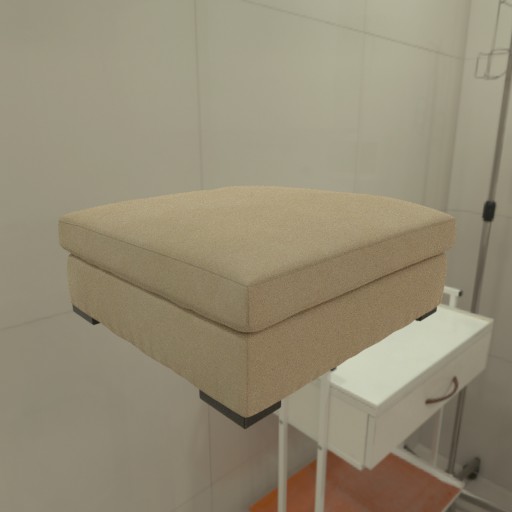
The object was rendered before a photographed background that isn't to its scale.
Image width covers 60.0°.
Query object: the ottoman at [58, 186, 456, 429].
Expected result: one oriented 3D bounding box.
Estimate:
[{"bbox_3d":[0.000,0.000,1.870,1.205,0.522,1.190,-15,21,-42],"label":"ottoman"}]
